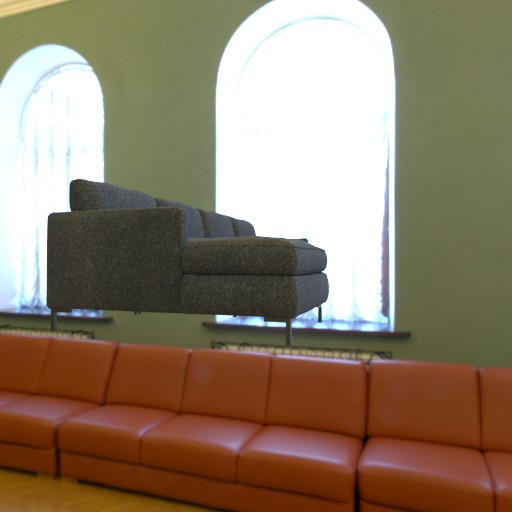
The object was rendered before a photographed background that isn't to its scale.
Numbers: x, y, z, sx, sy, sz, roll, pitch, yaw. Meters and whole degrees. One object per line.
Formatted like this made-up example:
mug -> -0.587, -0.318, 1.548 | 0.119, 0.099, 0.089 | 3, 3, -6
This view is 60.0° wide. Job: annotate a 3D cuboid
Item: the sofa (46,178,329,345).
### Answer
sofa -> 0.000, 0.000, 3.442 | 1.350, 0.810, 2.932 | 0, -1, 18
